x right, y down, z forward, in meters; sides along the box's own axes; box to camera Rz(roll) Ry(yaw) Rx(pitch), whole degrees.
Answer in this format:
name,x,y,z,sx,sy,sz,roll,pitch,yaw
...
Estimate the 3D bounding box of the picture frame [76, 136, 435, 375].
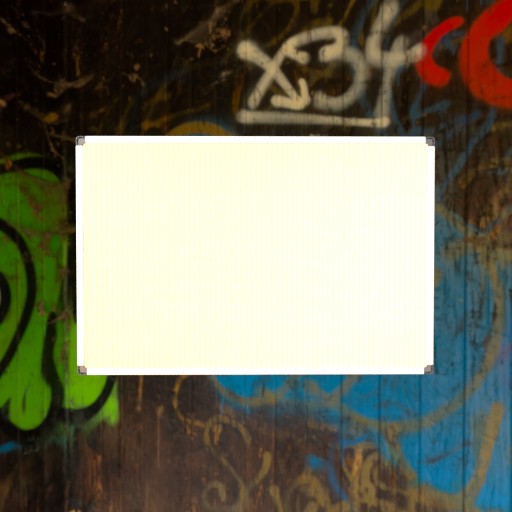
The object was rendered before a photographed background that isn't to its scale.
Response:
name,x,y,z,sx,sy,sz,roll,pitch,yaw
picture frame,0.000,0.000,1.117,0.900,0.600,0.010,0,1,0
